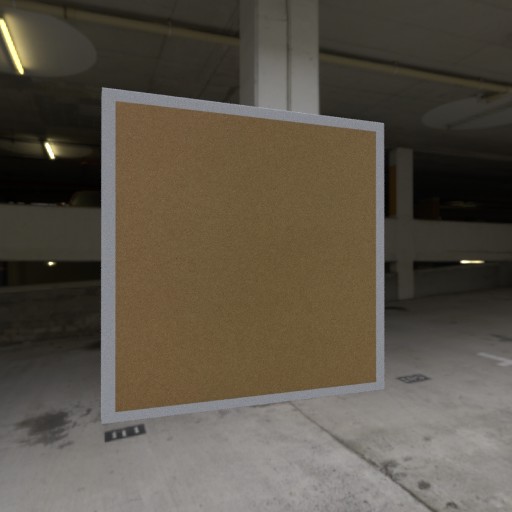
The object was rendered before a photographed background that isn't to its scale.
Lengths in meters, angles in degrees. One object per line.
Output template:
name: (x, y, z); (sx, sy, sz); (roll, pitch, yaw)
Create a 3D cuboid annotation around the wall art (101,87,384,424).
wall art: (0.000, 0.000, 0.772); (0.508, 0.507, 0.035); (0, 0, -20)
